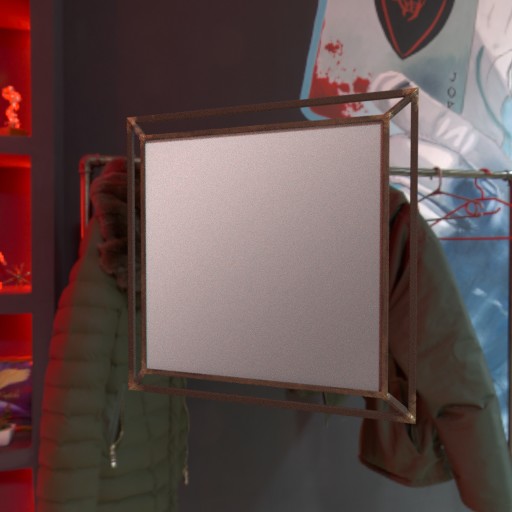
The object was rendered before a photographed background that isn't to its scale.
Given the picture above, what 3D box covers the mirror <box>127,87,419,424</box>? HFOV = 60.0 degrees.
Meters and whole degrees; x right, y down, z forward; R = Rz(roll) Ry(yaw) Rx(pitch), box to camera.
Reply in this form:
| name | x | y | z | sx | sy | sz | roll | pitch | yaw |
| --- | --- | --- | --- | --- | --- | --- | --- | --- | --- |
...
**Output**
| name | x | y | z | sx | sy | sz | roll | pitch | yaw |
| --- | --- | --- | --- | --- | --- | --- | --- | --- | --- |
| mirror | 0.000 | 0.000 | 0.892 | 0.610 | 0.610 | 0.032 | 0 | 2 | 18 |
